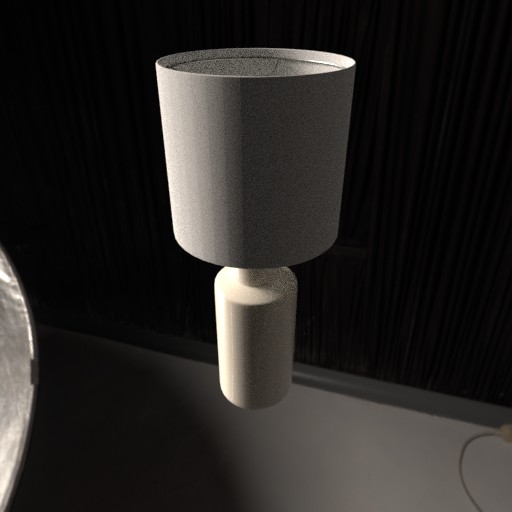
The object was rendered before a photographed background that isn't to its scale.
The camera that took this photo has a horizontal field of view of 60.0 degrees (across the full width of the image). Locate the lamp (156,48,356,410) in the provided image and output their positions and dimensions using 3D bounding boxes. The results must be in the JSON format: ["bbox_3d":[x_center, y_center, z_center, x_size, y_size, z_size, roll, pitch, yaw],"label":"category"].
[{"bbox_3d":[0.000,0.000,0.604,0.212,0.493,0.212,9,32,14],"label":"lamp"}]
